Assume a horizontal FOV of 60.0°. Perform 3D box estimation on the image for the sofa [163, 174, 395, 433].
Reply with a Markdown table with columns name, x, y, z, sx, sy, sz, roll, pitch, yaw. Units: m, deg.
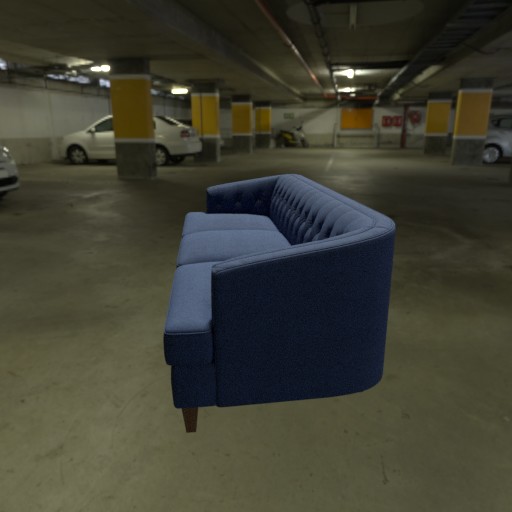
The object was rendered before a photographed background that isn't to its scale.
| name | x | y | z | sx | sy | sz | roll | pitch | yaw |
| --- | --- | --- | --- | --- | --- | --- | --- | --- | --- |
| sofa | 0.000 | 0.000 | 2.657 | 0.914 | 0.787 | 2.235 | -2 | 16 | -6 |
